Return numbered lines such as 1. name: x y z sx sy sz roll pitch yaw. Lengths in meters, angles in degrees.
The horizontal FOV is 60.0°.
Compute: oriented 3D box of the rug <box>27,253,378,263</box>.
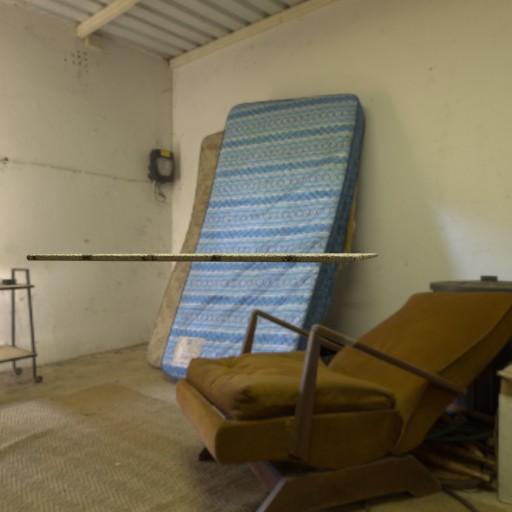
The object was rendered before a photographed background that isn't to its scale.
1. rug: 0.000 0.000 3.025 1.524 0.030 2.438 0 0 17
